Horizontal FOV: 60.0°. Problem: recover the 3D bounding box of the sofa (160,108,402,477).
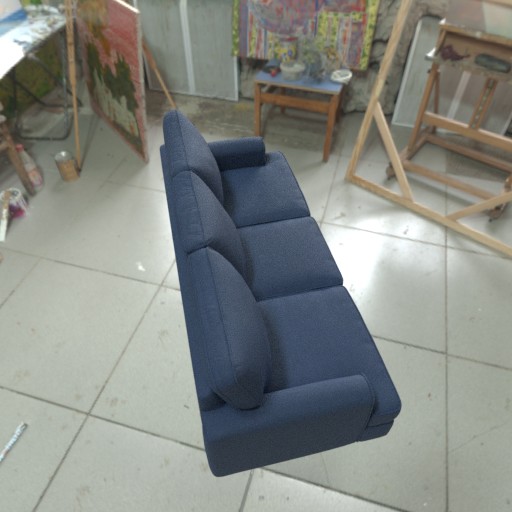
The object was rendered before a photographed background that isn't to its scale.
[{"bbox_3d":[0.000,0.000,2.667,0.951,0.965,2.158,-10,48,-9],"label":"sofa"}]
